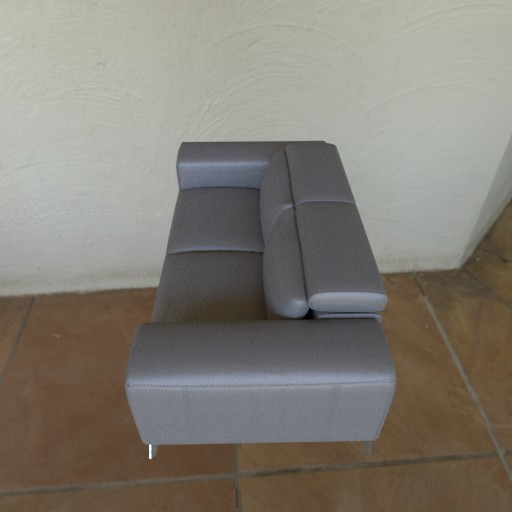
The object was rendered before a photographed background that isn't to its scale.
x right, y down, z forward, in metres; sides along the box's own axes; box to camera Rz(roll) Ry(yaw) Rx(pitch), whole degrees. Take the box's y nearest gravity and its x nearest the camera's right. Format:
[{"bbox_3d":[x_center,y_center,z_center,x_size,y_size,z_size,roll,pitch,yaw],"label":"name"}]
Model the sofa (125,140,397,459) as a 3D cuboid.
[{"bbox_3d":[0.000,0.000,2.445,1.024,0.753,1.930,-1,41,-1],"label":"sofa"}]
